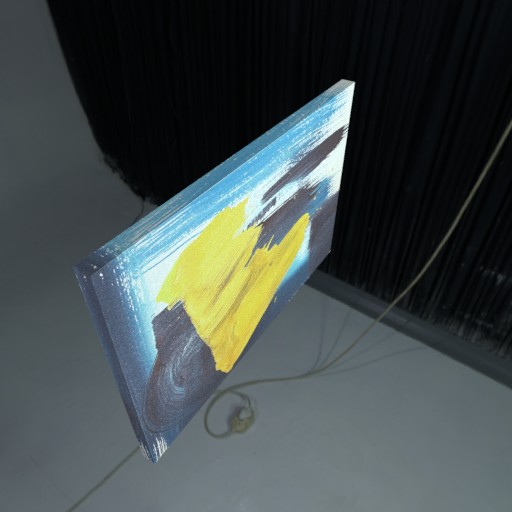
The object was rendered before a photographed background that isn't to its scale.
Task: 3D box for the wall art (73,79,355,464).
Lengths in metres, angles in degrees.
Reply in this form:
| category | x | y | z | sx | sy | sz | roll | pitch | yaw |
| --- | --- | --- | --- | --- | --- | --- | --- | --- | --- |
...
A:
| category | x | y | z | sx | sy | sz | roll | pitch | yaw |
| --- | --- | --- | --- | --- | --- | --- | --- | --- | --- |
| wall art | 0.000 | 0.000 | 1.129 | 0.039 | 0.610 | 0.914 | 24 | 47 | 25 |
